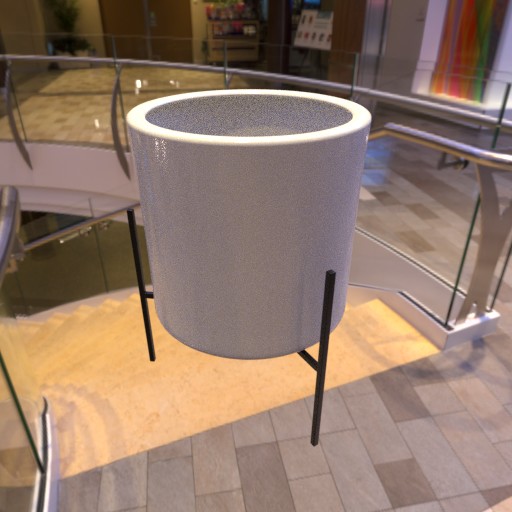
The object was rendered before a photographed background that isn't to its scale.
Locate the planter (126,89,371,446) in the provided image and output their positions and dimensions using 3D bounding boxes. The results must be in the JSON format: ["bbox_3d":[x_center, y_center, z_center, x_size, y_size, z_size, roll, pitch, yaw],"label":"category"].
[{"bbox_3d":[0.000,0.000,0.737,0.360,0.480,0.361,18,34,28],"label":"planter"}]
